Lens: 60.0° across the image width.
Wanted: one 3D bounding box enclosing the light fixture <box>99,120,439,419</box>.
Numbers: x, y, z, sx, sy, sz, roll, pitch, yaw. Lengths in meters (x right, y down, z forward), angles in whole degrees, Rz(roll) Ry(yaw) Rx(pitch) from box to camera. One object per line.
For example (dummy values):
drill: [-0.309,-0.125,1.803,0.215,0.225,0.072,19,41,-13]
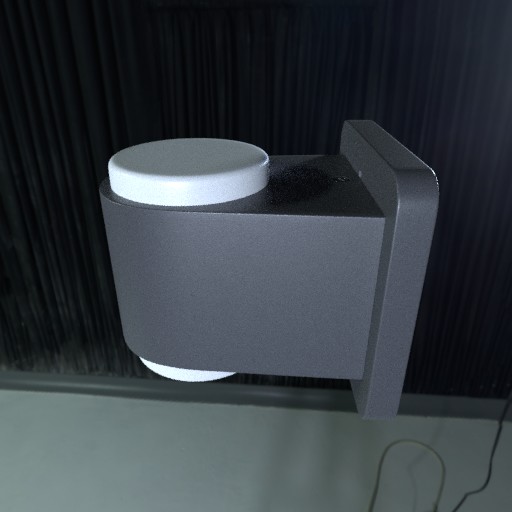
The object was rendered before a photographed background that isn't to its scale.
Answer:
light fixture: [0.000,0.000,0.208,0.132,0.109,0.109,0,27,0]
